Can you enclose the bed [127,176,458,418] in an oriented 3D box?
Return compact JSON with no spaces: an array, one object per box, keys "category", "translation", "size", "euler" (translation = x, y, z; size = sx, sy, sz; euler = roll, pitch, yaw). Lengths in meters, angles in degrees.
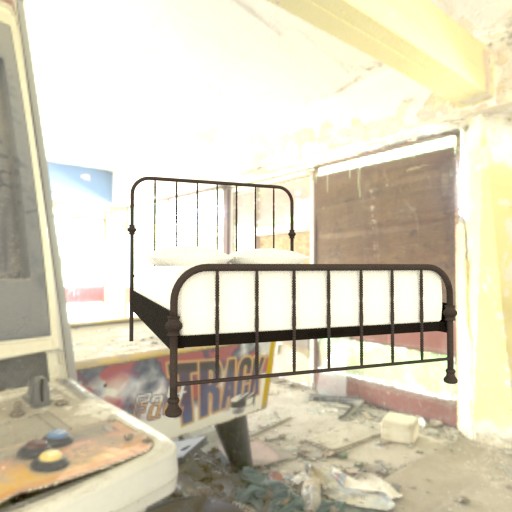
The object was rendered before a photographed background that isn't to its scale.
[{"category":"bed","translation":[0.000,0.000,3.172],"size":[1.616,1.446,2.134],"euler":[0,-1,-21]}]
